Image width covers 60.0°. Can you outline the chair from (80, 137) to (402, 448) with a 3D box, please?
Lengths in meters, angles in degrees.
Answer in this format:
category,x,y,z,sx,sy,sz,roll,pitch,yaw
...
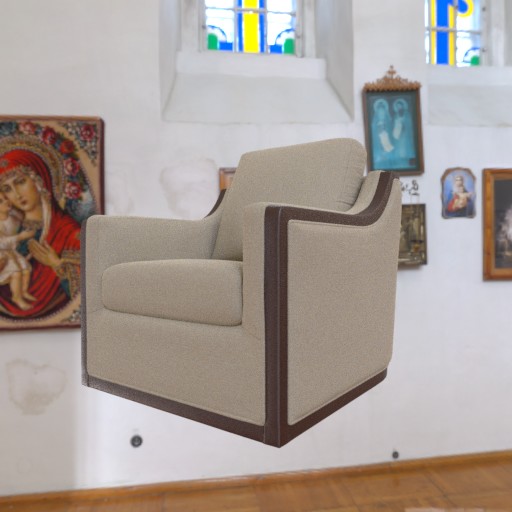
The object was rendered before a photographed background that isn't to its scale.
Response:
category,x,y,z,sx,sy,sz,roll,pitch,yaw
chair,0.000,0.000,1.667,0.870,0.930,0.950,1,1,37
